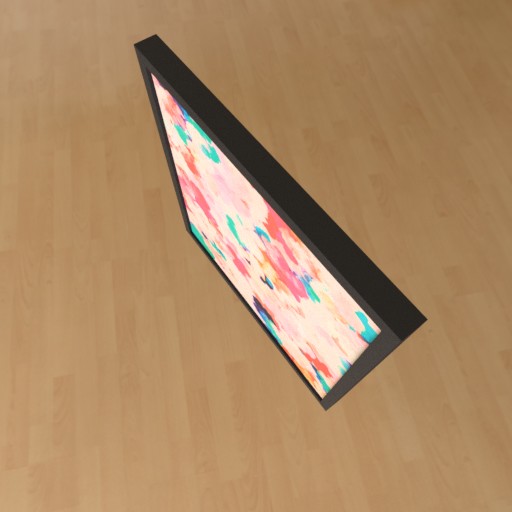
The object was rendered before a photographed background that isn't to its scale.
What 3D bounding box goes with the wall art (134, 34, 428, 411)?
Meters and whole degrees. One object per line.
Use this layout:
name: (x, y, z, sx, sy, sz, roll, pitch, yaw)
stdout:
wall art: (0.000, 0.000, 0.736, 0.036, 0.503, 0.506, -34, 68, -15)
